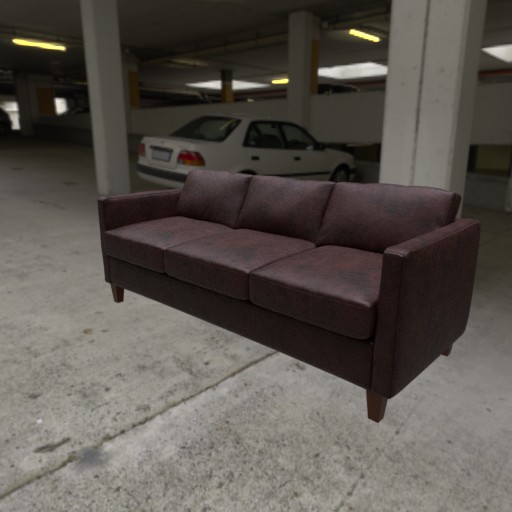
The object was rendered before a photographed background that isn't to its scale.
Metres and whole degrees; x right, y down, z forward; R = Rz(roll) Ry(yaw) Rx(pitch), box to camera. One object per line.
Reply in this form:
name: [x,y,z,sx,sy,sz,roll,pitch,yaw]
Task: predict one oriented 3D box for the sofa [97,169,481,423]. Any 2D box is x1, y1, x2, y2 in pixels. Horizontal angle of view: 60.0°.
sofa: [0.000,0.000,2.944,2.464,1.006,1.045,13,20,41]
